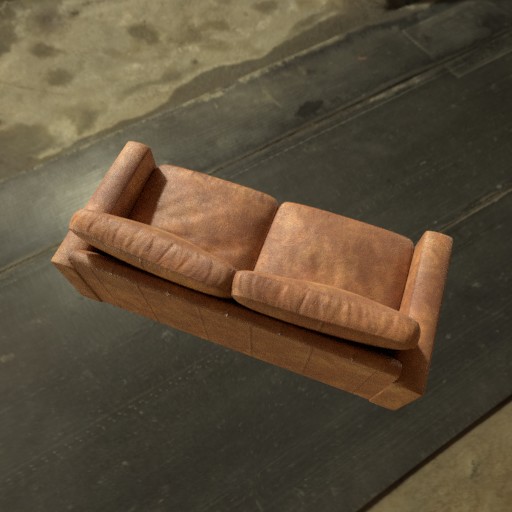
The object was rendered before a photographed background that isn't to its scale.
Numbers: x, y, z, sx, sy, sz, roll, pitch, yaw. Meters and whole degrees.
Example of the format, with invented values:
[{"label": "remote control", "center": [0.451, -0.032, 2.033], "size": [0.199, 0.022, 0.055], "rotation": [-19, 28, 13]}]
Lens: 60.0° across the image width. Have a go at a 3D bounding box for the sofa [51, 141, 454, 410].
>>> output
[{"label": "sofa", "center": [0.000, 0.000, 2.714], "size": [2.179, 0.873, 1.016], "rotation": [18, 64, 9]}]
